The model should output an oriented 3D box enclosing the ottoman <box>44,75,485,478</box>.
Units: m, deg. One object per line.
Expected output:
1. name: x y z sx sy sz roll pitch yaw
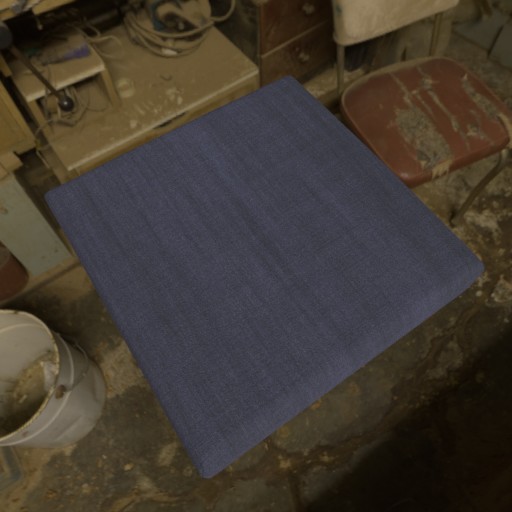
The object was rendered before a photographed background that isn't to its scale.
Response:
1. ottoman: 0.000 0.000 1.360 0.889 0.411 0.890 -31 67 -15
